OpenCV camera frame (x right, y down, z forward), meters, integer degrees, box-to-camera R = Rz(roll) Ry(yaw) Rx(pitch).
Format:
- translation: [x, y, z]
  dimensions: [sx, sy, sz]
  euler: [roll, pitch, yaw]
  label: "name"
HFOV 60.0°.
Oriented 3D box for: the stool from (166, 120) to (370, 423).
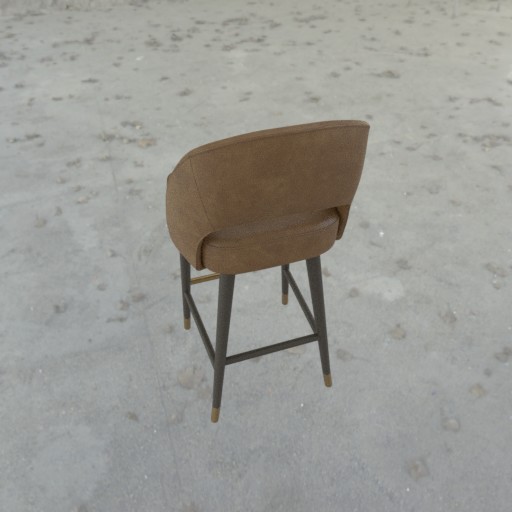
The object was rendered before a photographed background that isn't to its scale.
- translation: [0.000, 0.000, 1.360]
  dimensions: [0.494, 1.037, 0.509]
  euler: [-12, 42, -14]
  label: "stool"
